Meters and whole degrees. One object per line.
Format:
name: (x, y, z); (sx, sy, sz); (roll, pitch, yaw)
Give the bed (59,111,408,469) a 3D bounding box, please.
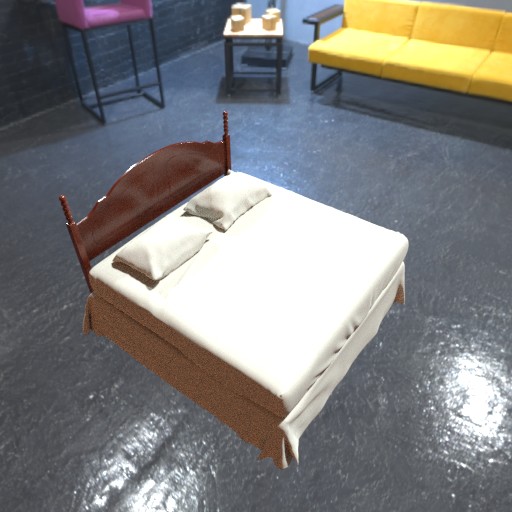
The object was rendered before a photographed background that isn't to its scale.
bed: (0.000, 0.000, 3.752); (2.219, 1.355, 2.322); (26, 47, 27)
